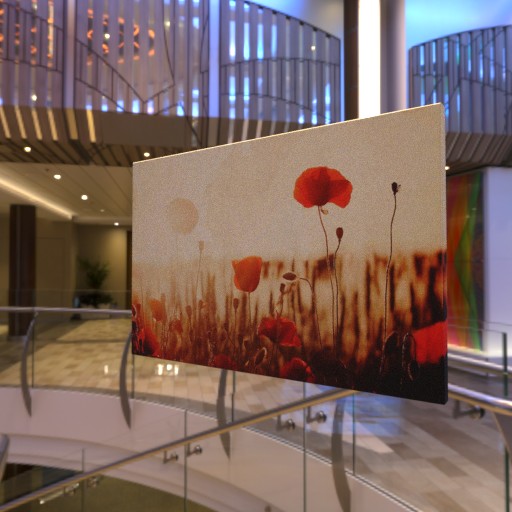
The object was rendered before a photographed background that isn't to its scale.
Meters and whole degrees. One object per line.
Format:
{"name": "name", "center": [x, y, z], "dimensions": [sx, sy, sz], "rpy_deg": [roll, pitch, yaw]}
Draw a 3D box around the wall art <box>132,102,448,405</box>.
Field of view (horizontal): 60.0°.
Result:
{"name": "wall art", "center": [0.000, 0.000, 1.149], "dimensions": [0.918, 0.602, 0.038], "rpy_deg": [-1, -2, 34]}
